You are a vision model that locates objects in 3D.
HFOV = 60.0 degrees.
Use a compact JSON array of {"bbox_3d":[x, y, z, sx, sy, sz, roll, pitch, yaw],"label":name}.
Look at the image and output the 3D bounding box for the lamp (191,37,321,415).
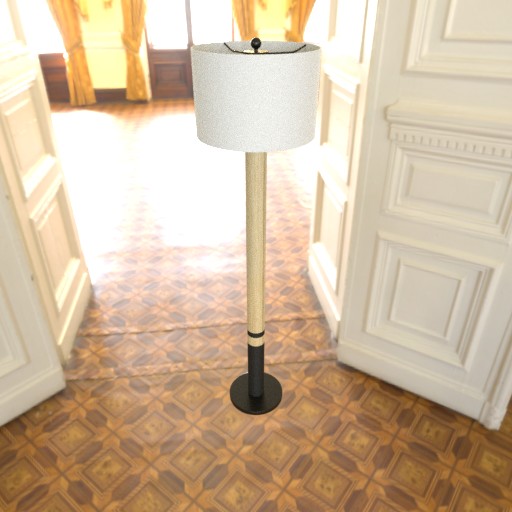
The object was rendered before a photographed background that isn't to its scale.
[{"bbox_3d":[0.000,0.000,1.666,0.381,1.478,0.381,21,37,31],"label":"lamp"}]
